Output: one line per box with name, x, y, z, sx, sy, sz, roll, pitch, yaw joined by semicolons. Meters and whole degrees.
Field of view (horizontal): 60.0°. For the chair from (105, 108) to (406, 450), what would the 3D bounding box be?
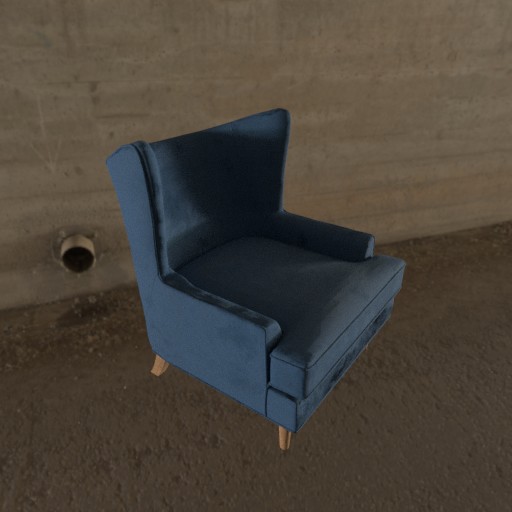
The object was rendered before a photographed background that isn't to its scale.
chair;0.000;0.000;1.670;0.910;0.952;0.793;19;33;32
